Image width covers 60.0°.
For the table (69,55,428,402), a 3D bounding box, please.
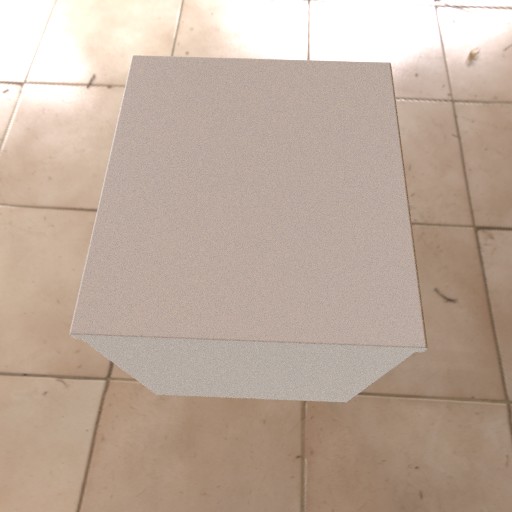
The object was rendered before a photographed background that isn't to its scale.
[{"bbox_3d":[0.000,0.000,0.765,0.380,0.460,0.420,2,64,1],"label":"table"}]
